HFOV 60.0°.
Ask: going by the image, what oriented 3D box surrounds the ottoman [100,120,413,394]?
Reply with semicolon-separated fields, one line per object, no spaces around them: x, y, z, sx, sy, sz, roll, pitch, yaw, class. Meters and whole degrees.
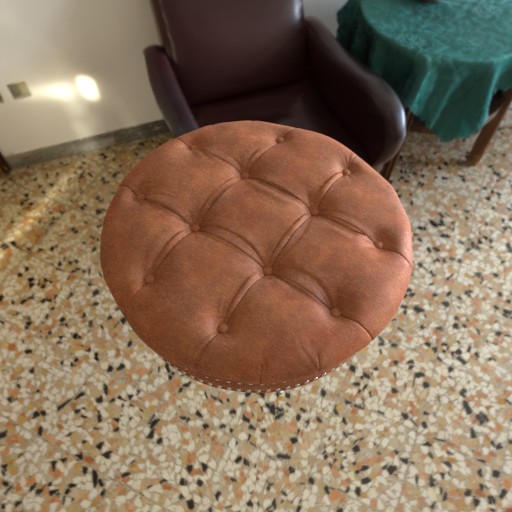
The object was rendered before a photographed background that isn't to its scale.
0.000;0.000;1.416;0.901;0.444;0.901;0;57;0;ottoman
